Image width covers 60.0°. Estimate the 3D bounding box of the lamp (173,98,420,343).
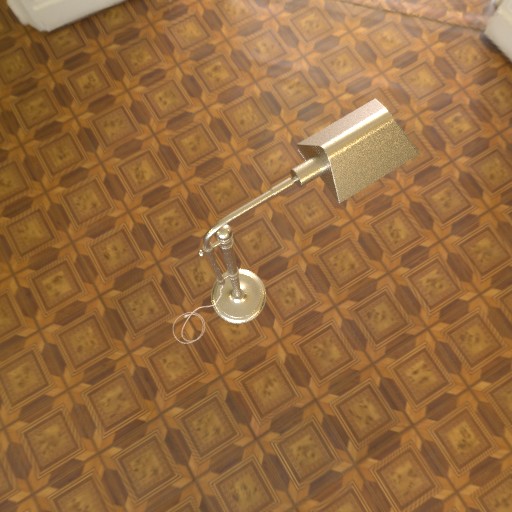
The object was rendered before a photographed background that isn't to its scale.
[{"bbox_3d":[0.000,0.000,0.955,0.546,0.708,0.159,-31,78,-8],"label":"lamp"}]
